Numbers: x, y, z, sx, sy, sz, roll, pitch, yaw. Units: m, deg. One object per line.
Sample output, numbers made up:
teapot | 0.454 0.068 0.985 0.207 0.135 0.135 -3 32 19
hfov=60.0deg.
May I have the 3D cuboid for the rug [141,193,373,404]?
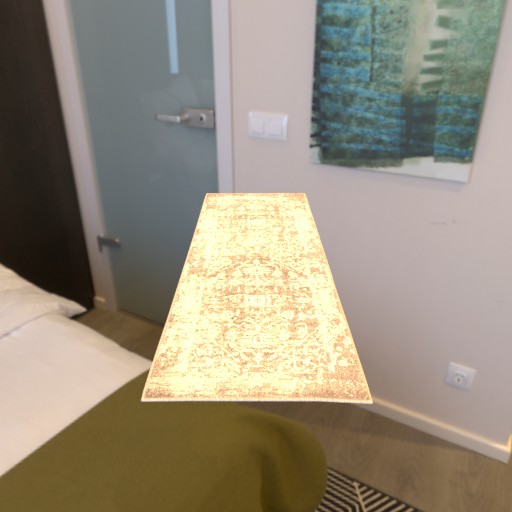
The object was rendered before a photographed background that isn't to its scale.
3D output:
rug | 0.000 0.000 2.712 0.855 0.017 2.452 0 26 0
